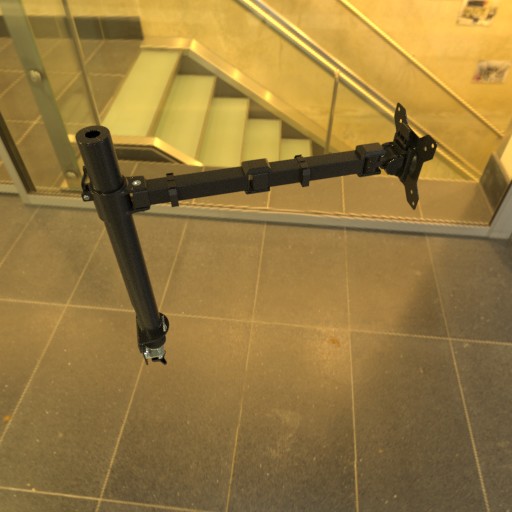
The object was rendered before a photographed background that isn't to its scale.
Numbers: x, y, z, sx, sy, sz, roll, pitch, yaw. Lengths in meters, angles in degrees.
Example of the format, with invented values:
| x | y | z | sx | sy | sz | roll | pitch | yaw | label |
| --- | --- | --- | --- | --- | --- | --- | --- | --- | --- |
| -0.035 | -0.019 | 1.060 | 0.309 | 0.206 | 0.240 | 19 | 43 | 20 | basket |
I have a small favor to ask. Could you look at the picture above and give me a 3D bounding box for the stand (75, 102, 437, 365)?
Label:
| x | y | z | sx | sy | sz | roll | pitch | yaw | label |
| --- | --- | --- | --- | --- | --- | --- | --- | --- | --- |
| 0.000 | 0.000 | 0.730 | 0.456 | 0.510 | 0.115 | -10 | 48 | -9 | stand |
